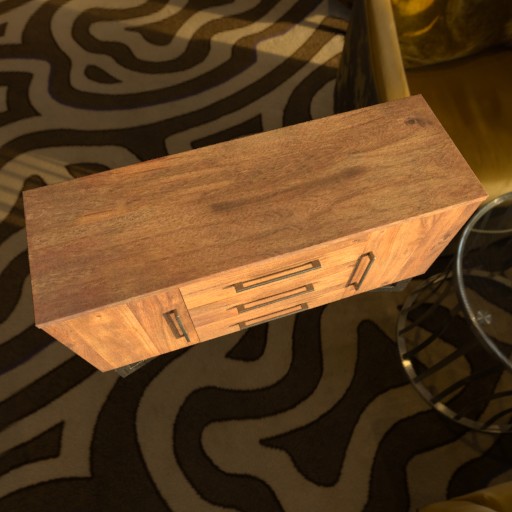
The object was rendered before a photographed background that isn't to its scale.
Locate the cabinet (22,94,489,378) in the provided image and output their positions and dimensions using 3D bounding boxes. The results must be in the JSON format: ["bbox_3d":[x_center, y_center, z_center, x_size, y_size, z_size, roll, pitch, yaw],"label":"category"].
[{"bbox_3d":[0.000,0.000,1.730,1.373,0.812,0.480,-16,64,-8],"label":"cabinet"}]
